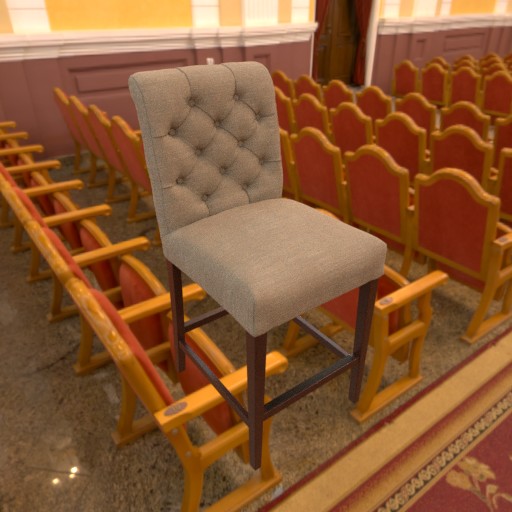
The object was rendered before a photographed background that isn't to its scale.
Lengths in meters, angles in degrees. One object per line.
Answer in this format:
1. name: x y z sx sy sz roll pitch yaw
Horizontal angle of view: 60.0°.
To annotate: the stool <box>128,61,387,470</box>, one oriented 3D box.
1. stool: 0.000 0.000 1.432 0.486 1.084 0.660 -20 36 -31
